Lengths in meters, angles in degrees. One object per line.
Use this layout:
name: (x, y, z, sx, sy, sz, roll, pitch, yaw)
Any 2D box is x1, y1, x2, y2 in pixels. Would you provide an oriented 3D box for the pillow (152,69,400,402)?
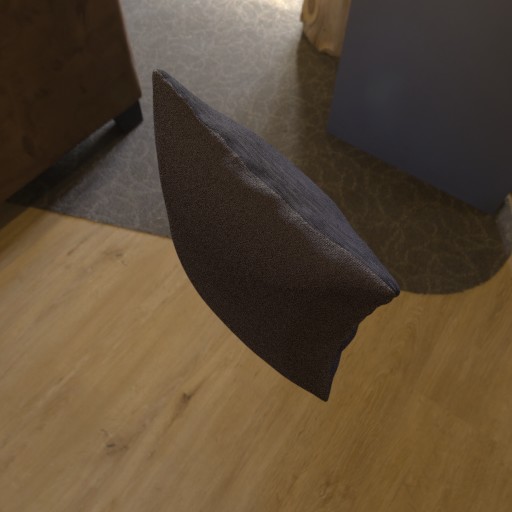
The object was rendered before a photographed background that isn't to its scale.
pillow: (0.000, 0.000, 0.702, 0.204, 0.439, 0.452, -33, 64, -19)
